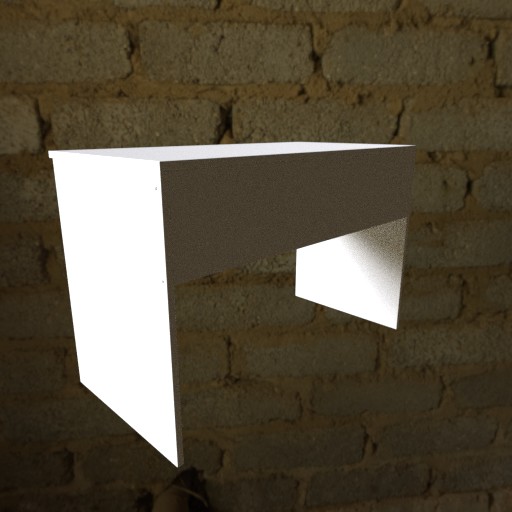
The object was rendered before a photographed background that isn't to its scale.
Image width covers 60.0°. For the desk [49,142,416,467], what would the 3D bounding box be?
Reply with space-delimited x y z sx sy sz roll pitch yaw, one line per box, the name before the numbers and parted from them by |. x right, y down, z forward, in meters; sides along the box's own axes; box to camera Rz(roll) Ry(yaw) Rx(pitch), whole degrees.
desk | 0.000 0.000 1.538 0.560 0.730 1.100 16 22 43
